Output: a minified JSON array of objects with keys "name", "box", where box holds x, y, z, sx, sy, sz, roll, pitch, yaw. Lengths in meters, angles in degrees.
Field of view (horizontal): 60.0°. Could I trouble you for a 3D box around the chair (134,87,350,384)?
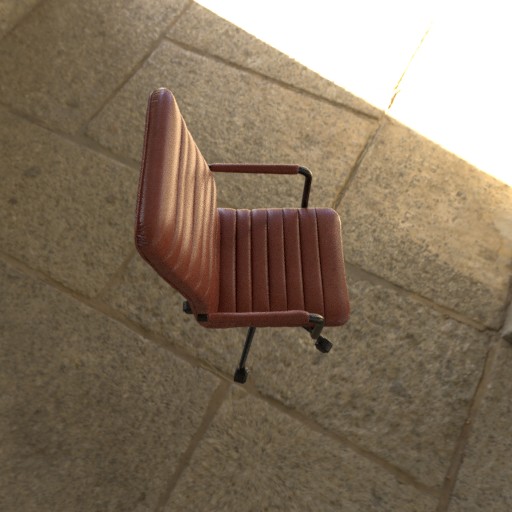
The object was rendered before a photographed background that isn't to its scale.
[{"name":"chair","box":[0.000,0.000,1.344,0.580,0.979,0.608,-1,65,0]}]
